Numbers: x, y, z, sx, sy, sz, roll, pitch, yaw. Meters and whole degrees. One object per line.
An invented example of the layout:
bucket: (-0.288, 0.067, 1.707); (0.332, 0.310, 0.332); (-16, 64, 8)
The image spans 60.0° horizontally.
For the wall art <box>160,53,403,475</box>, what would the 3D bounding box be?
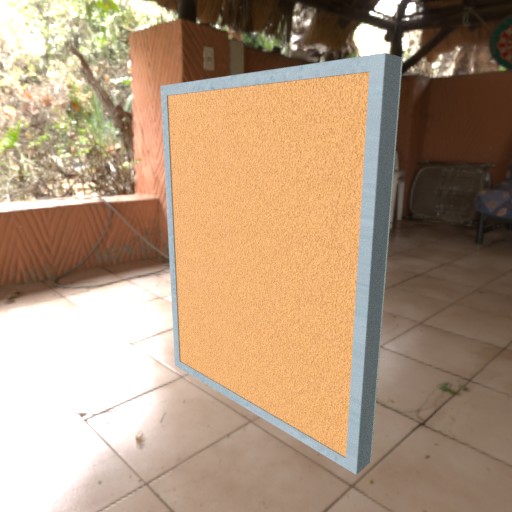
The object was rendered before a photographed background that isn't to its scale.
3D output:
wall art: (0.000, 0.000, 0.666); (0.037, 0.509, 0.409); (-14, 20, -43)
